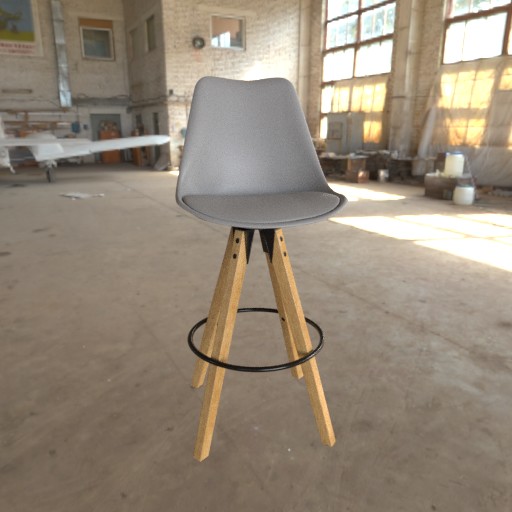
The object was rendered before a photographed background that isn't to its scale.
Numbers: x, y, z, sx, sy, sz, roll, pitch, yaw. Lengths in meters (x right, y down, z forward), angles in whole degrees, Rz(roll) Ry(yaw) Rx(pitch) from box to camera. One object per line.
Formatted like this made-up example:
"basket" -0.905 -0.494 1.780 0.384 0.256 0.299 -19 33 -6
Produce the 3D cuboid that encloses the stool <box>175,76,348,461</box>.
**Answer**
"stool" 0.000 0.000 1.411 0.485 1.115 0.550 -3 16 -9
